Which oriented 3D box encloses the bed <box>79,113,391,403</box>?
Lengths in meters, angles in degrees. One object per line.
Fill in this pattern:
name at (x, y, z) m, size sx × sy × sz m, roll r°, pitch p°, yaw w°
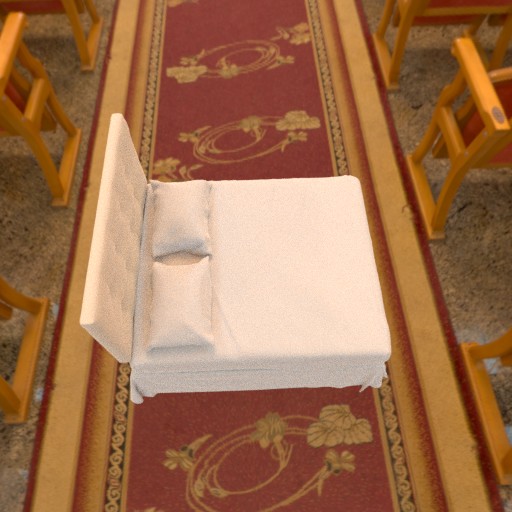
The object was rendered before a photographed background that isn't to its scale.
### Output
bed at (0.000, 0.000, 3.561) m, size 2.222 × 1.577 × 1.936 m, roll -2°, pitch 62°, yaw -1°
